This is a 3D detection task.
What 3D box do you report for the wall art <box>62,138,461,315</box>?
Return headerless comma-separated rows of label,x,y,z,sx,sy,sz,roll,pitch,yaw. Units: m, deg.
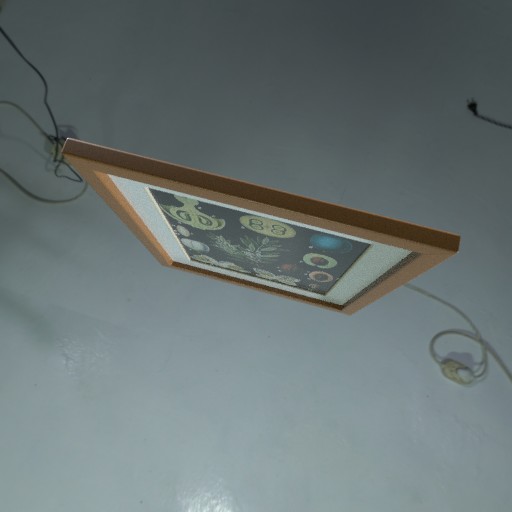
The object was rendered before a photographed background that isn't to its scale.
wall art,0.000,0.000,0.518,0.310,0.379,0.015,15,76,4
